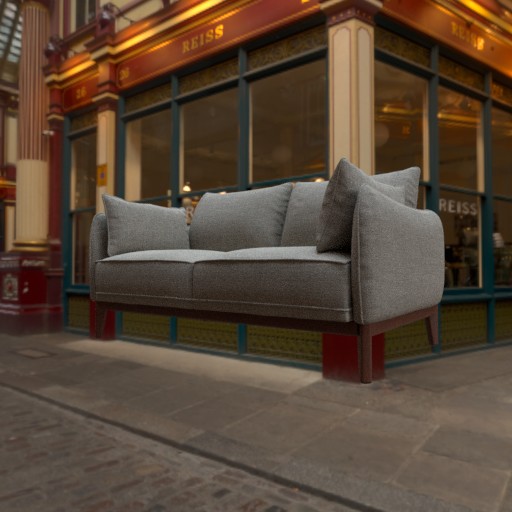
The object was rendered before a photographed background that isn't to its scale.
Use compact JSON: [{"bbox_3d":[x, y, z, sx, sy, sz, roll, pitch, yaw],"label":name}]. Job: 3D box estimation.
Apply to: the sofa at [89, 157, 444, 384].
[{"bbox_3d":[0.000,0.000,2.190,1.580,0.851,0.972,-1,-1,36],"label":"sofa"}]
